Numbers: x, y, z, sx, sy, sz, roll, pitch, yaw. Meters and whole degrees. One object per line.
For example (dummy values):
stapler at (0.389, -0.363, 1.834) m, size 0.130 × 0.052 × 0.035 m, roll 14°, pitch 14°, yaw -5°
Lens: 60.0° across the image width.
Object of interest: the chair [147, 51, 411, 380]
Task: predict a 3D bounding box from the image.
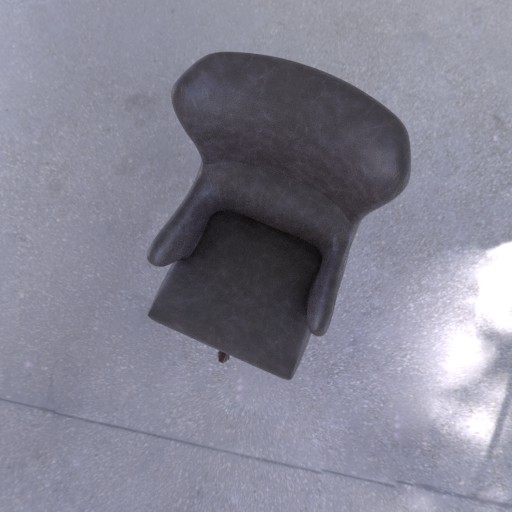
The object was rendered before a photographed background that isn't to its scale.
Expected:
chair at (0.000, 0.000, 1.446) m, size 0.594 × 1.037 × 0.717 m, roll 23°, pitch 76°, yaw 6°
